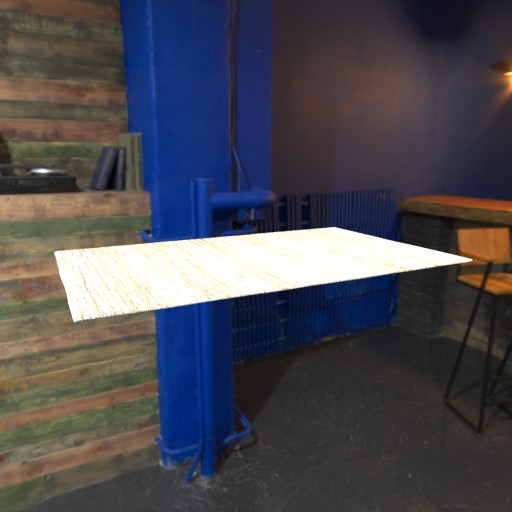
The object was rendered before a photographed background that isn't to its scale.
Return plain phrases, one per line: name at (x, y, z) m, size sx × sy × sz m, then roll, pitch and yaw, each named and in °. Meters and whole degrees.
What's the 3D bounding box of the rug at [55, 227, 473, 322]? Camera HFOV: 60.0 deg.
rug at (0.000, 0.000, 3.016) m, size 2.446 × 0.009 × 1.529 m, roll -6°, pitch 14°, yaw -26°
